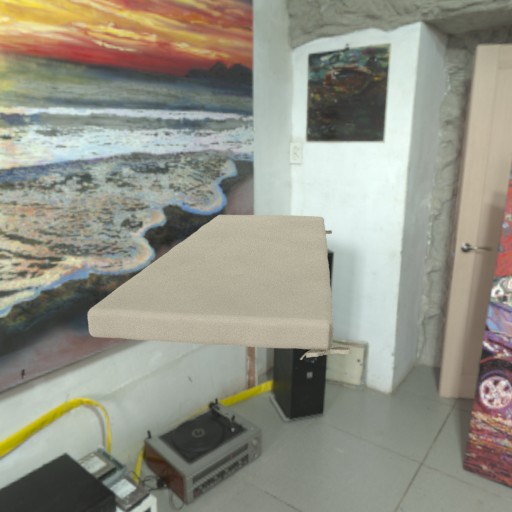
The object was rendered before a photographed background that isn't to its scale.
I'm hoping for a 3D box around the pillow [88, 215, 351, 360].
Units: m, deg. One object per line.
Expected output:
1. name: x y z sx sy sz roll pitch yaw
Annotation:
1. pillow: 0.000 0.000 1.342 0.492 0.081 1.187 2 14 7
